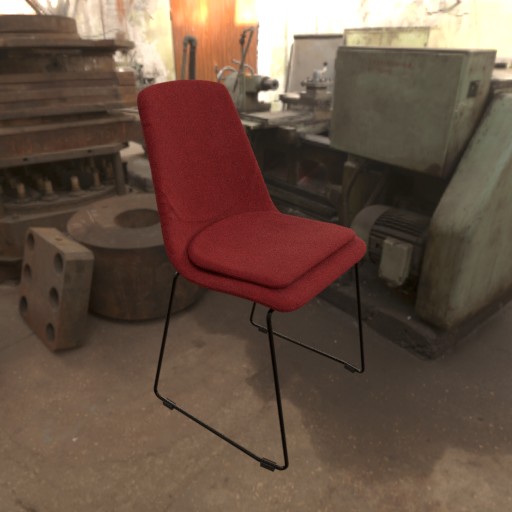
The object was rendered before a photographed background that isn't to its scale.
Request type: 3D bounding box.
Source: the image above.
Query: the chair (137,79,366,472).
[{"bbox_3d":[0.000,0.000,1.185,0.518,0.858,0.479,18,31,33],"label":"chair"}]
